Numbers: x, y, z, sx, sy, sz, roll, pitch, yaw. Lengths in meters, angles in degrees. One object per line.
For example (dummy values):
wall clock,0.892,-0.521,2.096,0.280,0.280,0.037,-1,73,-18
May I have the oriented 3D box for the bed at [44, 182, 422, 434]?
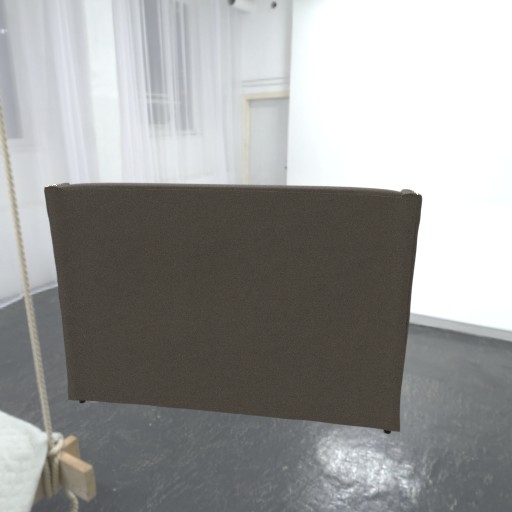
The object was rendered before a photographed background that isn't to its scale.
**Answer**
bed,0.000,0.000,3.407,1.925,1.332,2.276,2,16,9
